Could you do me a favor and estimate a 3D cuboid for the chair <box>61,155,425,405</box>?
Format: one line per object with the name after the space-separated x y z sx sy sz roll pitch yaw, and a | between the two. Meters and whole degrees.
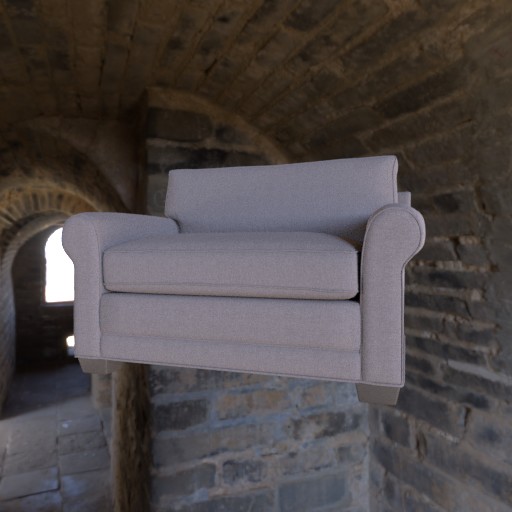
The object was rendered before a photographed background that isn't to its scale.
0.000 0.000 1.959 1.390 0.930 0.930 0 1 19 | chair
